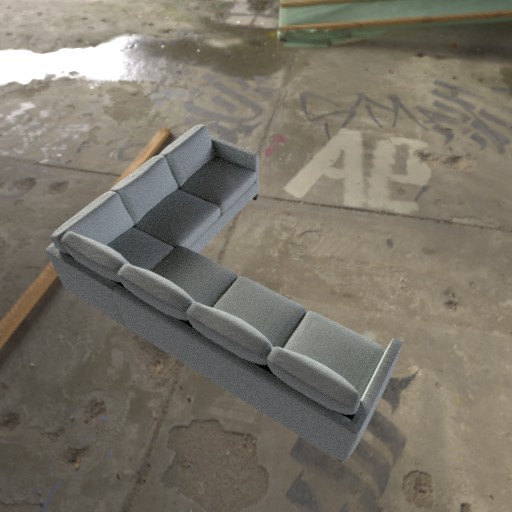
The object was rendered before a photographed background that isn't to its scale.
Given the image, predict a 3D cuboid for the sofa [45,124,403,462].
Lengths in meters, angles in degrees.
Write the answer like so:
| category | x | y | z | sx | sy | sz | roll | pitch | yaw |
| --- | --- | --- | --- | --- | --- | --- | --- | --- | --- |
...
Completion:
| category | x | y | z | sx | sy | sz | roll | pitch | yaw |
| --- | --- | --- | --- | --- | --- | --- | --- | --- | --- |
| sofa | 0.000 | 0.000 | 4.569 | 3.333 | 0.934 | 2.522 | 25 | 53 | 21 |
